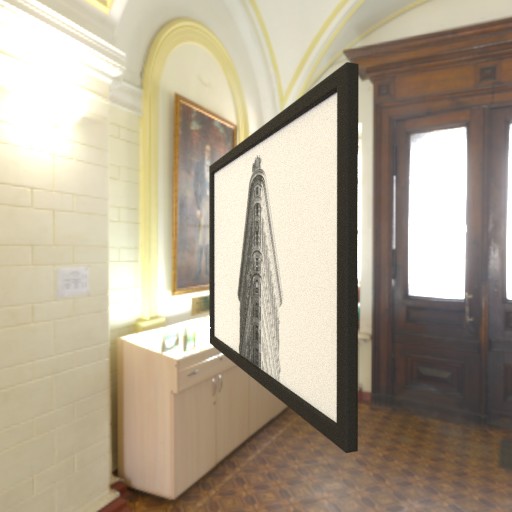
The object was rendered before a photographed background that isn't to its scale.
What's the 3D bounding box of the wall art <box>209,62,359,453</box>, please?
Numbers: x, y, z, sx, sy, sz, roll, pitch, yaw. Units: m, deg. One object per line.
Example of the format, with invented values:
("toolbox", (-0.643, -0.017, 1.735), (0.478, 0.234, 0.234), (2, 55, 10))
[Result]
("wall art", (0.000, 0.000, 1.204), (0.049, 0.659, 0.964), (0, 1, -18))
